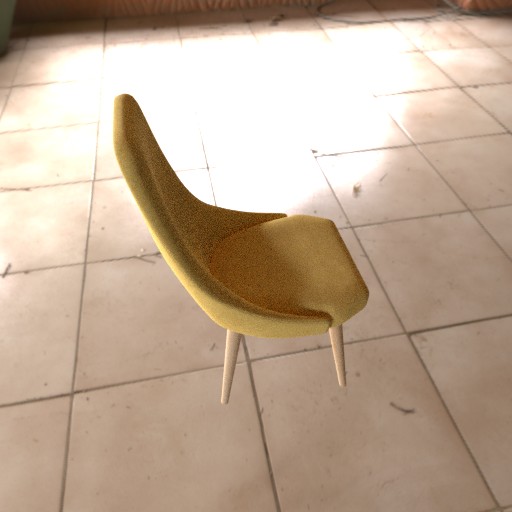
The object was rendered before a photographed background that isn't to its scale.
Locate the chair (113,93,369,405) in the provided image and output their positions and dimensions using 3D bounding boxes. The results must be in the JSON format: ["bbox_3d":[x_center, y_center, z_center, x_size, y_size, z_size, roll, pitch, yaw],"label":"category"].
[{"bbox_3d":[0.000,0.000,1.408,0.660,1.040,0.510,-9,46,-9],"label":"chair"}]
